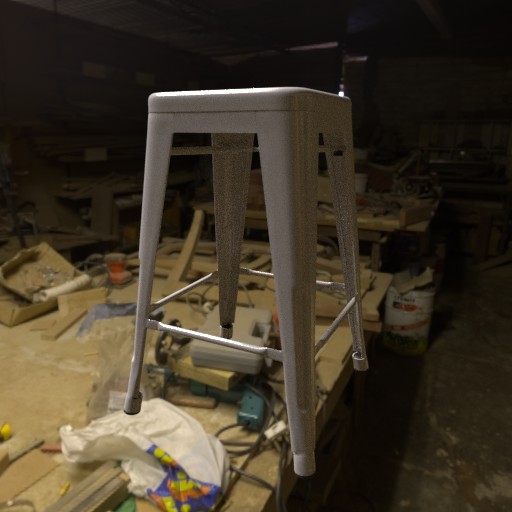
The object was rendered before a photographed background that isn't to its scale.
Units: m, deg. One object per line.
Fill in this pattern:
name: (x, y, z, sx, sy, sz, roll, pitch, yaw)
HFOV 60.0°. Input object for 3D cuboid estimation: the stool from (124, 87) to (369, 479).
stool: (0.000, 0.000, 0.893, 0.406, 0.610, 0.406, 8, 18, 26)
